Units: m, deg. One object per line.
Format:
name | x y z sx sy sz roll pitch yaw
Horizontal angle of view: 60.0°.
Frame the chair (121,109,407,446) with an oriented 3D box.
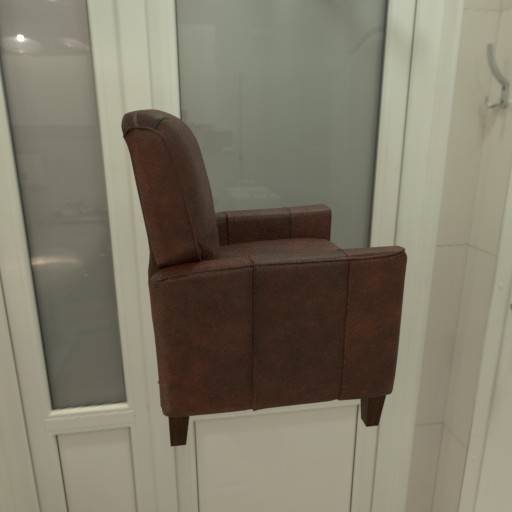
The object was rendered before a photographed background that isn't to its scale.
chair | 0.000 0.000 1.677 0.836 1.043 0.843 -3 16 -9
